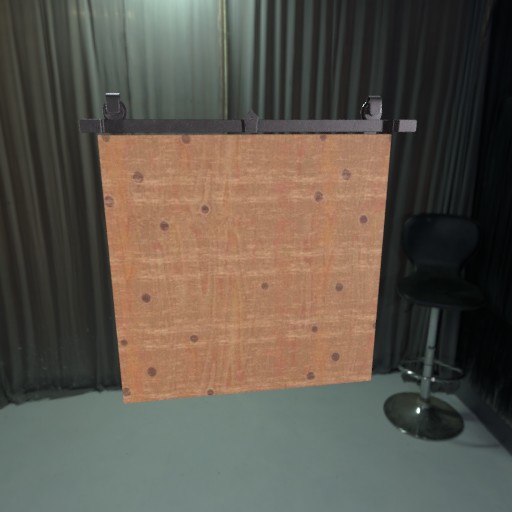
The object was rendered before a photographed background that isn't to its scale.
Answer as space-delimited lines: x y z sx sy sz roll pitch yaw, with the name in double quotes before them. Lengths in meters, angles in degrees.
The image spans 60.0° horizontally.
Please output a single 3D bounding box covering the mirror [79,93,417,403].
"mirror" 0.000 0.000 1.167 0.805 0.800 0.054 -3 17 -9
